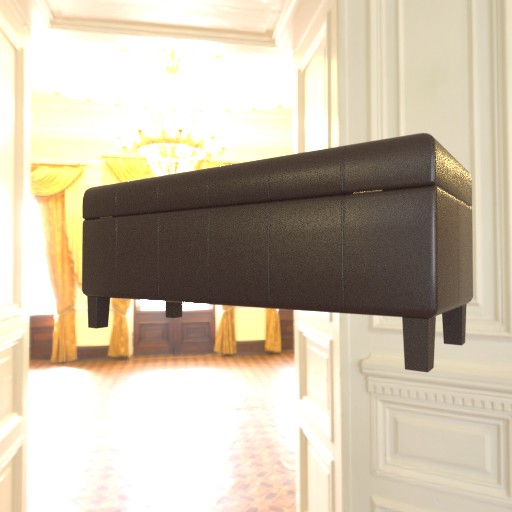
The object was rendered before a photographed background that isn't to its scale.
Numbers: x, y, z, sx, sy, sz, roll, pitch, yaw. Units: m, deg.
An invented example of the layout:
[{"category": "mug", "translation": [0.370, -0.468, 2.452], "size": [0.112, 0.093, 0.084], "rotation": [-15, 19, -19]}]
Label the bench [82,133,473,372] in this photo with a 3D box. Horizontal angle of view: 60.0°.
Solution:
[{"category": "bench", "translation": [0.000, 0.000, 1.295], "size": [1.092, 0.457, 0.429], "rotation": [-1, -1, 35]}]
